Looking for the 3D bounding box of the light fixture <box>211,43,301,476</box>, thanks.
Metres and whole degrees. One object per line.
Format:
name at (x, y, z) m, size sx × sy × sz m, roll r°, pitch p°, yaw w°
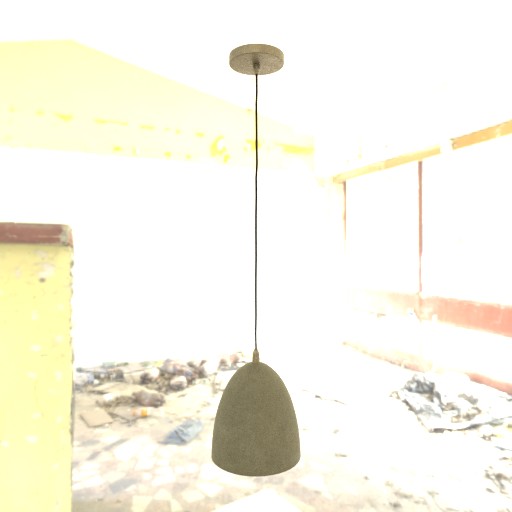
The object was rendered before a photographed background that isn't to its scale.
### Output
light fixture at (0.000, 0.000, 0.845) m, size 0.170 × 0.759 × 0.170 m, roll 0°, pitch 0°, yaw -1°
